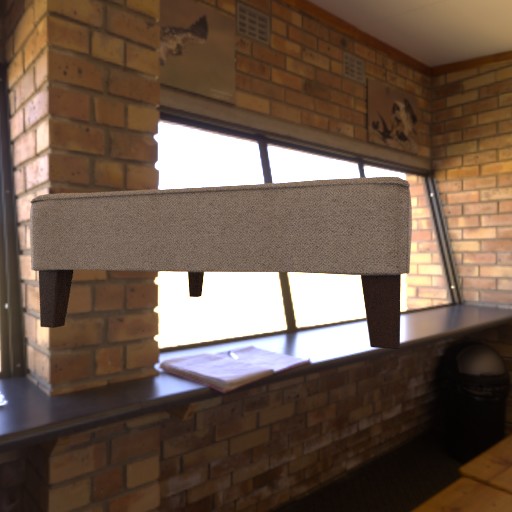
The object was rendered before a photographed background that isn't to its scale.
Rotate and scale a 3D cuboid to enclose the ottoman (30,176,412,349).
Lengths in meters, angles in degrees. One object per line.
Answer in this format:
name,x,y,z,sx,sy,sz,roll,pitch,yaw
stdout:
ottoman,0.000,0.000,1.492,0.973,0.381,0.982,0,0,18
